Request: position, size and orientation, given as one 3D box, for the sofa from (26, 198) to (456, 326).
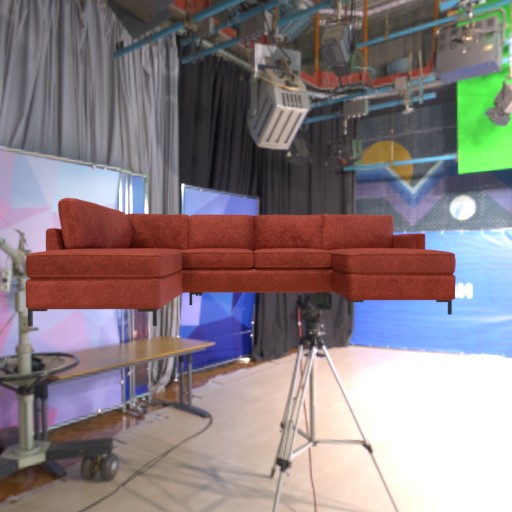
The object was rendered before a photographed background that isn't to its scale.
[{"bbox_3d":[0.000,0.000,4.270,3.434,0.992,2.055,0,1,-1],"label":"sofa"}]
